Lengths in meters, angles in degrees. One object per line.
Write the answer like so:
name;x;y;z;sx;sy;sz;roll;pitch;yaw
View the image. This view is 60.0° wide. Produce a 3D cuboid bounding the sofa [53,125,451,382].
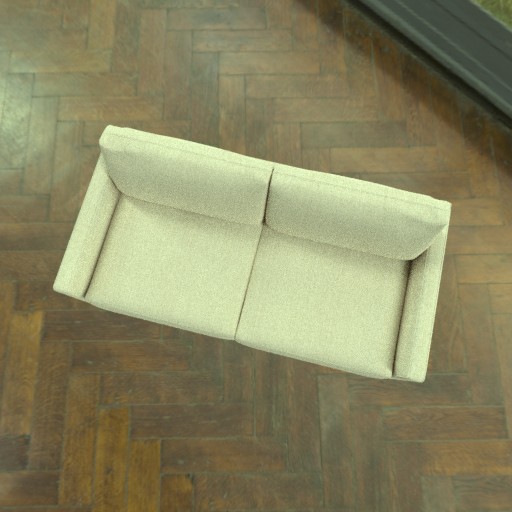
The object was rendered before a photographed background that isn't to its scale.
sofa;0.000;0.000;2.111;1.651;0.812;0.839;13;77;3
